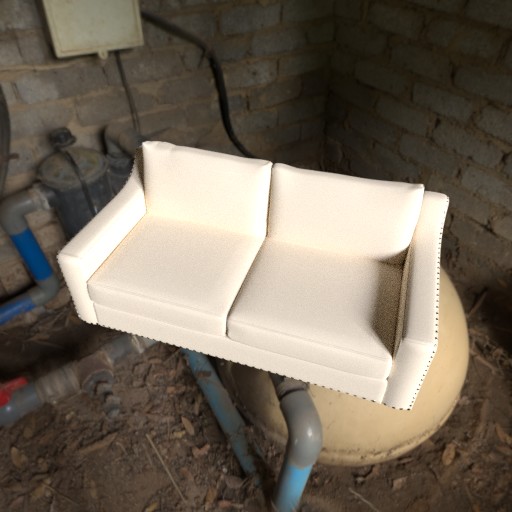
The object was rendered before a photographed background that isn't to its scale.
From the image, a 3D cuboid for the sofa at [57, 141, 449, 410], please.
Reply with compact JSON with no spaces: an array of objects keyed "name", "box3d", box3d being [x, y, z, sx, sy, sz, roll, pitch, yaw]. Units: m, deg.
[{"name":"sofa","box3d":[0.000,0.000,2.364,1.812,0.830,0.949,12,43,14]}]
